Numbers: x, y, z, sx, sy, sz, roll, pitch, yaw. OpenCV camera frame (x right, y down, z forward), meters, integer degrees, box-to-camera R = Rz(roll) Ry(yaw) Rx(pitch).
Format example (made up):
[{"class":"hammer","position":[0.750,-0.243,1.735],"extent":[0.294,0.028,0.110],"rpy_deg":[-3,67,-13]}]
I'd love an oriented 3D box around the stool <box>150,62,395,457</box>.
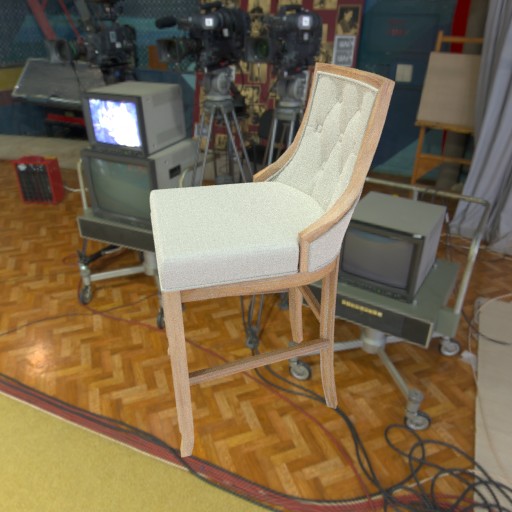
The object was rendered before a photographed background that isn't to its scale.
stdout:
[{"class":"stool","position":[0.000,0.000,1.432],"extent":[0.626,1.101,0.524],"rpy_deg":[-7,30,-13]}]
